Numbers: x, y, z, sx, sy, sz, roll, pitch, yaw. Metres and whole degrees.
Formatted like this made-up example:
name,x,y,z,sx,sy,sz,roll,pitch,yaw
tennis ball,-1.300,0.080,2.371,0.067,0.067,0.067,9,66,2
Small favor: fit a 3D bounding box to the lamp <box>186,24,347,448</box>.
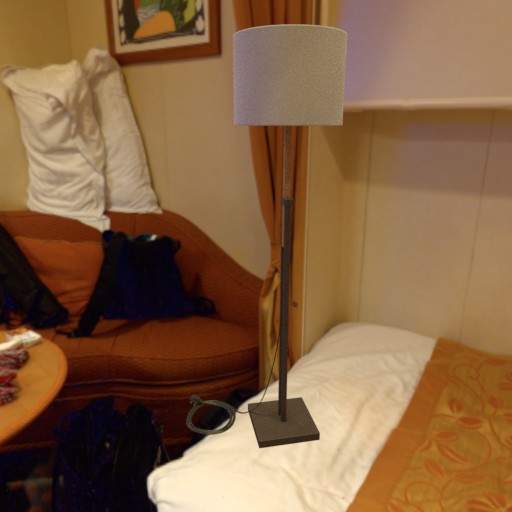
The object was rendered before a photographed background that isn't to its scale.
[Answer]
name,x,y,z,sx,sy,sz,roll,pitch,yaw
lamp,0.000,0.000,1.836,0.639,1.650,0.474,-3,17,-11
